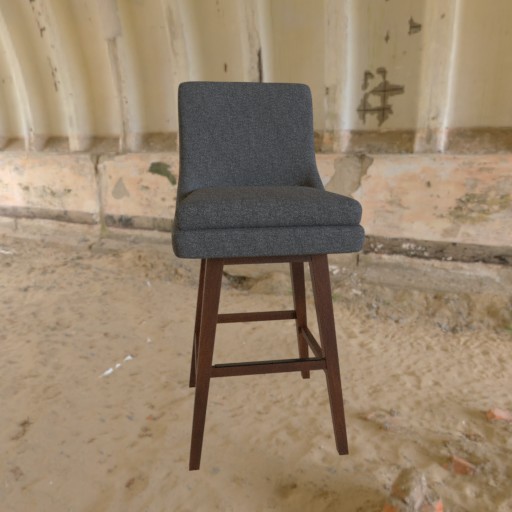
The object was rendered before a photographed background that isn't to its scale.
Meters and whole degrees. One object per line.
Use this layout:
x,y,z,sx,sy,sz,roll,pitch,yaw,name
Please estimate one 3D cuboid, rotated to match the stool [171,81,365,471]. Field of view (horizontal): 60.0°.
0.000,0.000,1.368,0.489,1.068,0.572,-2,15,-8,stool
